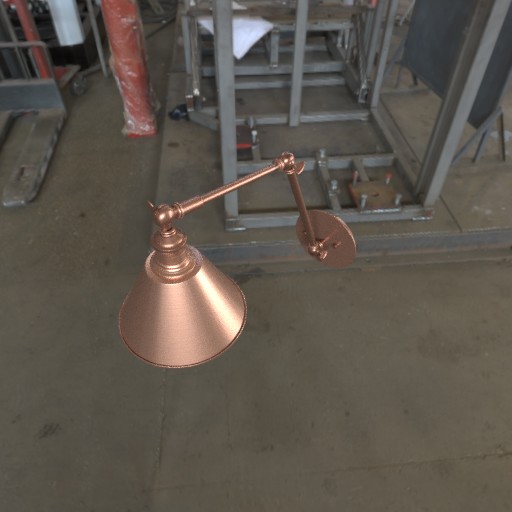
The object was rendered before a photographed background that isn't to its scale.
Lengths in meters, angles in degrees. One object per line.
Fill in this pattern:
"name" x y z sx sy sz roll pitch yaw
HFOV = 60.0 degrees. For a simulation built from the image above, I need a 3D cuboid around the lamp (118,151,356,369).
"lamp" 0.000 0.000 0.901 0.223 0.502 0.624 31 53 27
